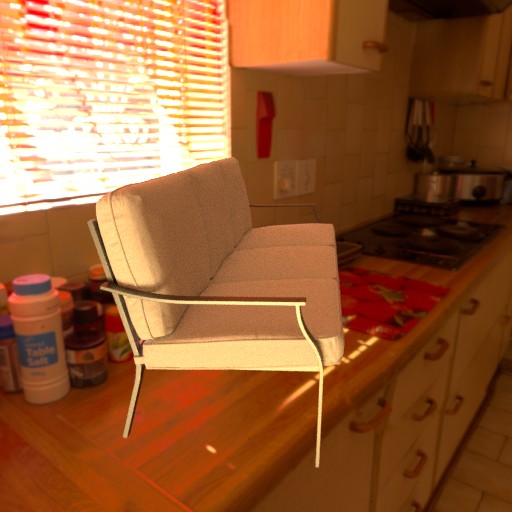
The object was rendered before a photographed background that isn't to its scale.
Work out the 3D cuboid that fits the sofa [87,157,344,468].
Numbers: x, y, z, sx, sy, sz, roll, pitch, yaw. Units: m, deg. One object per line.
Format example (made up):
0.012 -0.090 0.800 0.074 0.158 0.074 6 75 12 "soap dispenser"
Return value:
0.000 0.000 2.144 0.787 0.860 1.740 2 16 8 "sofa"
